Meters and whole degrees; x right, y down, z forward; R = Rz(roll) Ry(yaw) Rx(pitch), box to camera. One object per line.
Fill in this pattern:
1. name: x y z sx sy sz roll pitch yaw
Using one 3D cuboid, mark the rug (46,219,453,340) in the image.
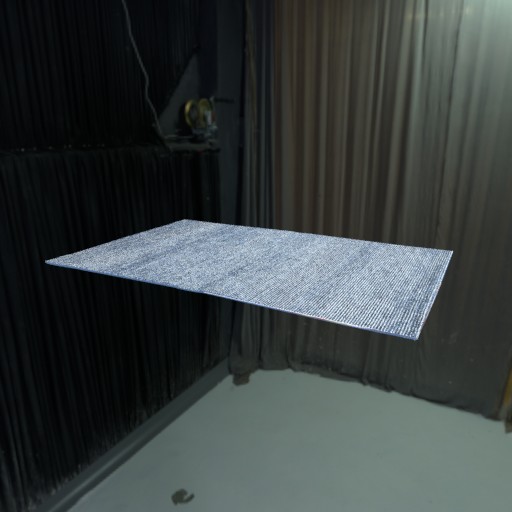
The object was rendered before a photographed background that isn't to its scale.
1. rug: 0.000 0.000 2.301 1.793 0.025 1.159 9 18 27
